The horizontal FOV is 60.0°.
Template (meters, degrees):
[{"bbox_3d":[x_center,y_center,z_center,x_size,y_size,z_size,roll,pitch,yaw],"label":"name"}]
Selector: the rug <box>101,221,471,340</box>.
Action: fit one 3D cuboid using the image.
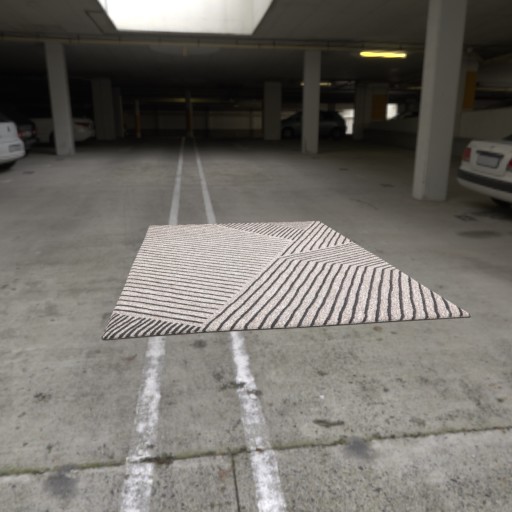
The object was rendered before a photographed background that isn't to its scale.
[{"bbox_3d":[0.000,0.000,2.319,1.237,0.019,1.842,-2,15,-8],"label":"rug"}]
